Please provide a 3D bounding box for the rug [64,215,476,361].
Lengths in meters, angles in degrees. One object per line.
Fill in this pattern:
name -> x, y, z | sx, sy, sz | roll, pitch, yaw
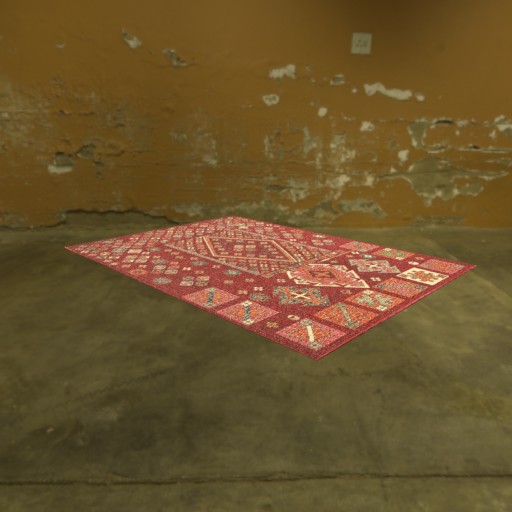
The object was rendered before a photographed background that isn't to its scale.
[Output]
rug -> 0.000, 0.000, 2.872 | 2.184, 0.007, 1.579 | 16, 23, 43
